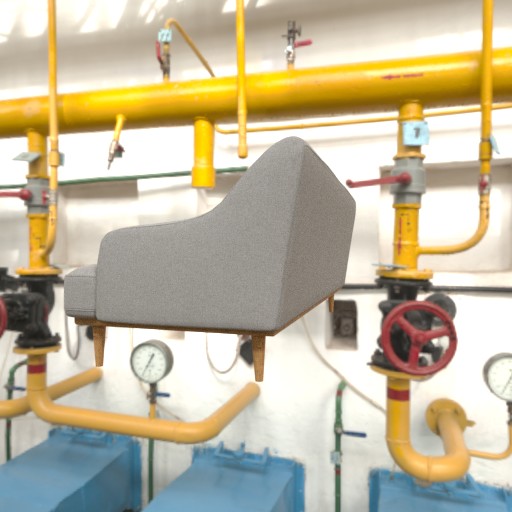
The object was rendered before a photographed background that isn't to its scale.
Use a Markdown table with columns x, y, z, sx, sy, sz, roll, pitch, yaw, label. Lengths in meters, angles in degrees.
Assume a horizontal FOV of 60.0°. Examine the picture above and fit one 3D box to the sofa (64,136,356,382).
| x | y | z | sx | sy | sz | roll | pitch | yaw | label |
| --- | --- | --- | --- | --- | --- | --- | --- | --- | --- |
| 0.000 | 0.000 | 2.562 | 0.978 | 0.871 | 2.057 | 0 | 1 | 18 | sofa |
